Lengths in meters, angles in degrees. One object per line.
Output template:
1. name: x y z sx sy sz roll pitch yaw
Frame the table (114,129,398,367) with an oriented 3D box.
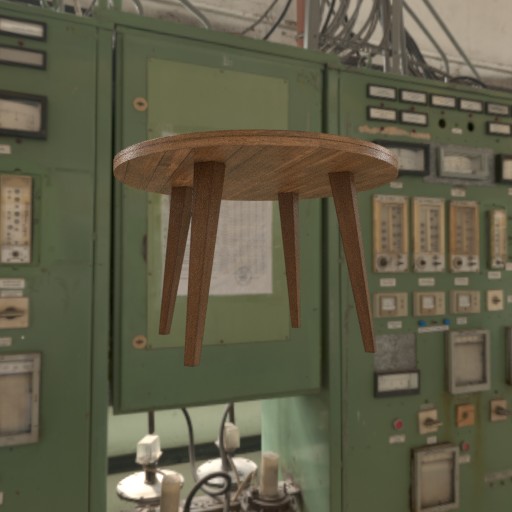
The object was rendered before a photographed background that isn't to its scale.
1. table: 0.000 0.000 1.975 1.213 0.764 1.213 0 -1 0
